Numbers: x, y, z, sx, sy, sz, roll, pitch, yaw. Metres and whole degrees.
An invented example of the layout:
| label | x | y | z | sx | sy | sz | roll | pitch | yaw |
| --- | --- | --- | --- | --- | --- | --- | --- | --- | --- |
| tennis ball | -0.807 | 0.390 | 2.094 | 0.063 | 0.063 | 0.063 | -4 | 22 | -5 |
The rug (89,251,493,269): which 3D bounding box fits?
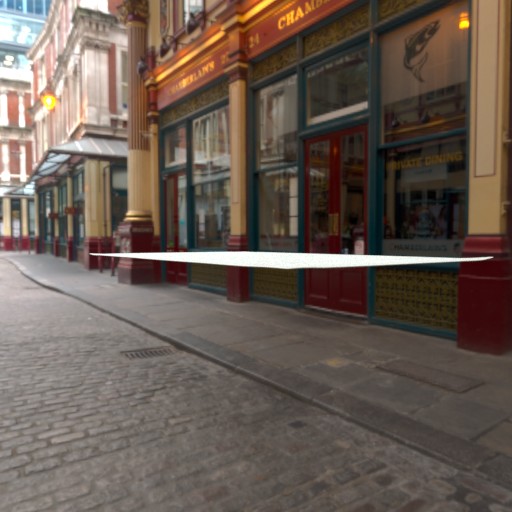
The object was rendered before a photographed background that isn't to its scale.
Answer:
| label | x | y | z | sx | sy | sz | roll | pitch | yaw |
| --- | --- | --- | --- | --- | --- | --- | --- | --- | --- |
| rug | 0.000 | 0.000 | 3.001 | 1.518 | 0.023 | 2.434 | -1 | 2 | -36 |
